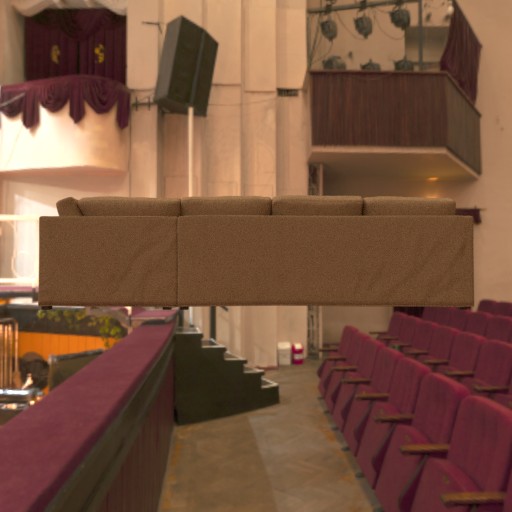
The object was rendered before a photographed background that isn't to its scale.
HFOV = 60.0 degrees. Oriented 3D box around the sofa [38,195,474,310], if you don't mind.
[{"bbox_3d":[0.000,0.000,4.413,3.182,0.871,2.432,0,-2,0],"label":"sofa"}]
